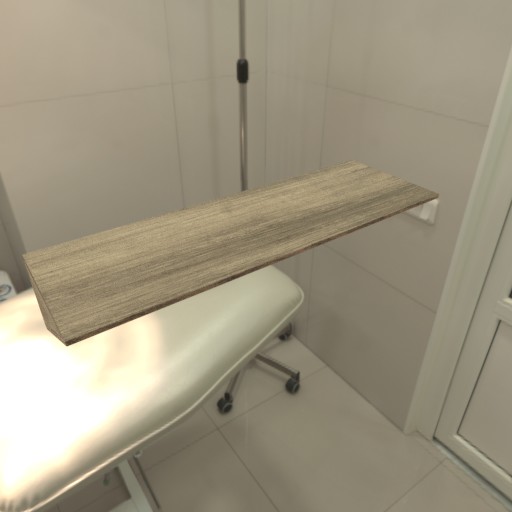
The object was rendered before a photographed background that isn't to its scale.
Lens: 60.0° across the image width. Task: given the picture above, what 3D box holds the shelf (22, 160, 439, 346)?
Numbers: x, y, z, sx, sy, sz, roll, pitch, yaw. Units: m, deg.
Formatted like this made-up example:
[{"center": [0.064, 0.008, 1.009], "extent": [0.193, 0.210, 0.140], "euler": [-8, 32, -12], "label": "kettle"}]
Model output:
[{"center": [0.000, 0.000, 0.694], "extent": [0.610, 0.125, 0.200], "euler": [-21, 38, -29], "label": "shelf"}]
